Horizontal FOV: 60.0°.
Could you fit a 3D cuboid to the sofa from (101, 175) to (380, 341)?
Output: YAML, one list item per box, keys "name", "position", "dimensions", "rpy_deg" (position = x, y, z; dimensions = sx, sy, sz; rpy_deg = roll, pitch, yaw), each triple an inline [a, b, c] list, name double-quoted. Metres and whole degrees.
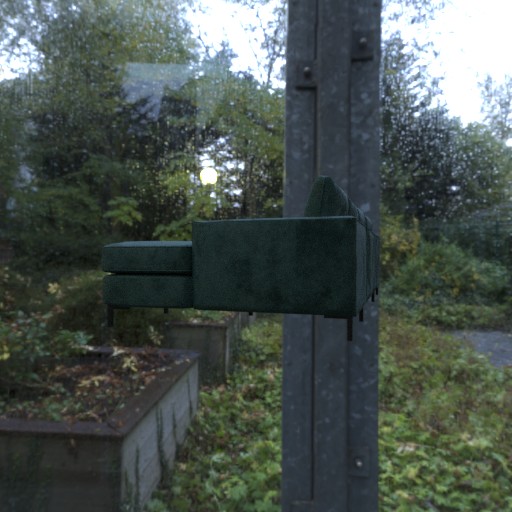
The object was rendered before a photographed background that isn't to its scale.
- name: "sofa"
  position: [0.000, 0.000, 3.877]
  dimensions: [1.992, 0.861, 2.994]
  rpy_deg: [0, 0, 18]
